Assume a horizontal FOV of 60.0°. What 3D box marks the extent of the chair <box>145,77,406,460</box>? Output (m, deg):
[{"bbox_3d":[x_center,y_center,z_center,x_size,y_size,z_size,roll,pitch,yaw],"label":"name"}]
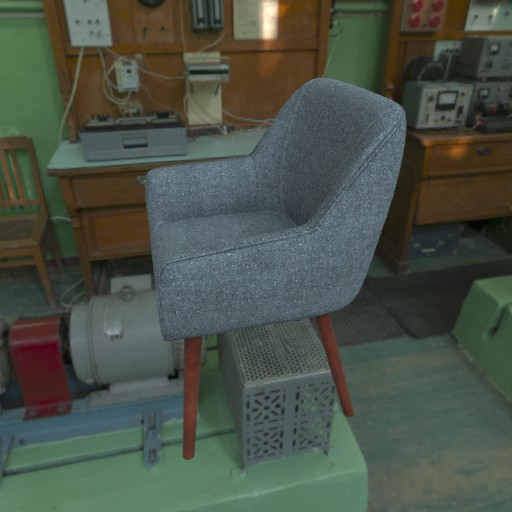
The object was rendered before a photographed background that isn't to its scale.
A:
[{"bbox_3d":[0.000,0.000,1.140,0.519,0.803,0.543,-7,30,-13],"label":"chair"}]
